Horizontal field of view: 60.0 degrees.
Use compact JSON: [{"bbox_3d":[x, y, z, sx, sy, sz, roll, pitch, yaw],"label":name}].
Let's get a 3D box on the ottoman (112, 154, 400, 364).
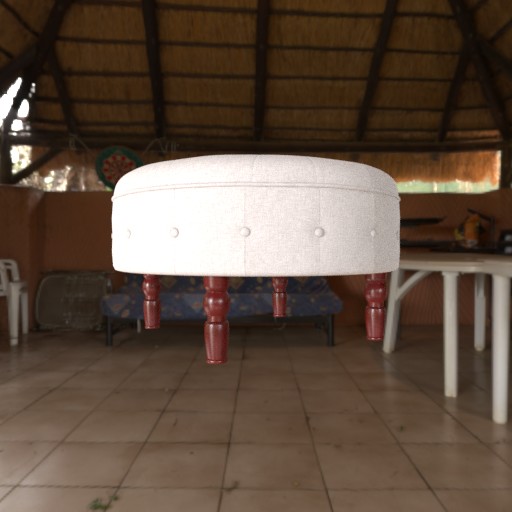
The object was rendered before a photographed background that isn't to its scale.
[{"bbox_3d":[0.000,0.000,1.373,0.849,0.478,0.849,0,1,0],"label":"ottoman"}]
